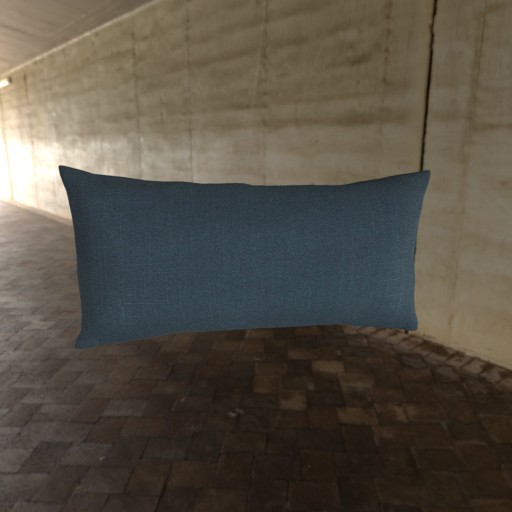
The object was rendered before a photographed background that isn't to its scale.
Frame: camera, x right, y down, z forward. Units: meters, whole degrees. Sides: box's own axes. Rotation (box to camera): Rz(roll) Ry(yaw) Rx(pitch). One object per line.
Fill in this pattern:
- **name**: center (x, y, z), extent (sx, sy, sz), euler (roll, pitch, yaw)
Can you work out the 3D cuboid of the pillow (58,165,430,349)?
- **pillow**: center (0.000, 0.000, 0.751), extent (0.609, 0.305, 0.151), euler (-2, 14, -8)
